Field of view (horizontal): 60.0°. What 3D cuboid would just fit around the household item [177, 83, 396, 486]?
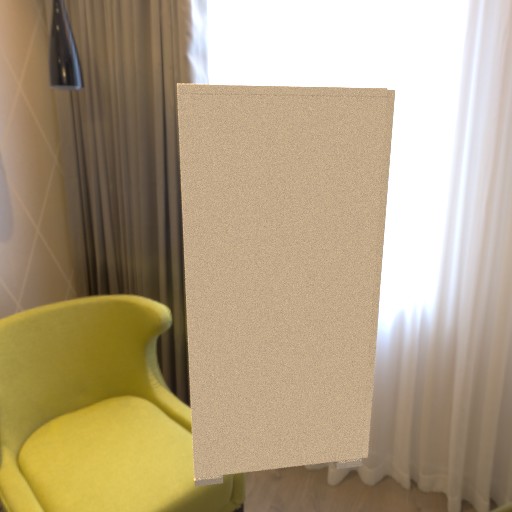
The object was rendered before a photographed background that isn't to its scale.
[{"bbox_3d":[0.000,0.000,1.322,0.420,0.870,0.800,-2,15,-9],"label":"household item"}]
